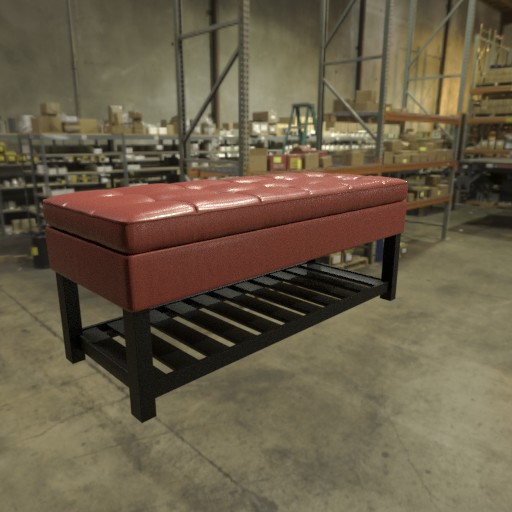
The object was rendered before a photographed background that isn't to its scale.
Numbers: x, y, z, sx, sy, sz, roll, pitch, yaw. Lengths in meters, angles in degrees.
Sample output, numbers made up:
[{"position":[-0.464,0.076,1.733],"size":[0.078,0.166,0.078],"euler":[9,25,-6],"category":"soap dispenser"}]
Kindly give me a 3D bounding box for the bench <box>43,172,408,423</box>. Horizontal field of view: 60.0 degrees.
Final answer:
[{"position":[0.000,0.000,1.387],"size":[1.105,0.460,0.432],"euler":[-14,21,-42],"category":"bench"}]
